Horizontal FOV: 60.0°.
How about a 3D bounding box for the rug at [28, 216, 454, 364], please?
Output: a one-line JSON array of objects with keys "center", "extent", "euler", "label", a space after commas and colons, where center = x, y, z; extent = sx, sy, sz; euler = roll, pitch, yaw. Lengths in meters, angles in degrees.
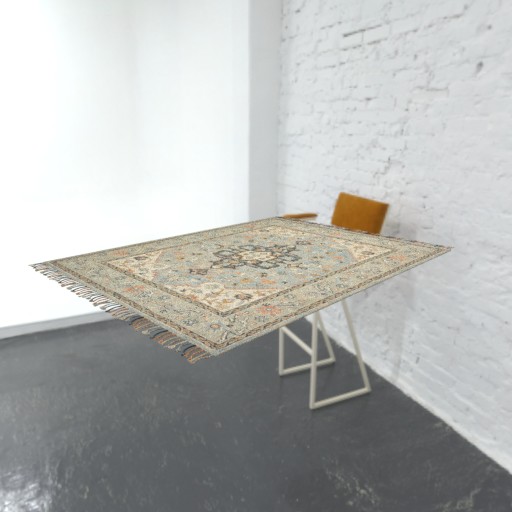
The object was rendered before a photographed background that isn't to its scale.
[{"center": [0.000, 0.000, 4.093], "extent": [3.221, 0.011, 2.379], "euler": [-15, 22, -43], "label": "rug"}]
